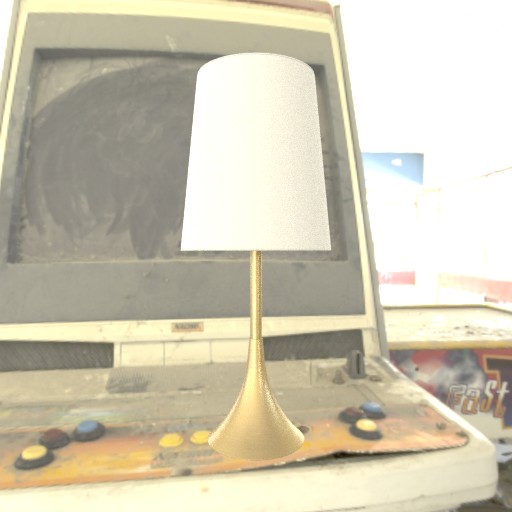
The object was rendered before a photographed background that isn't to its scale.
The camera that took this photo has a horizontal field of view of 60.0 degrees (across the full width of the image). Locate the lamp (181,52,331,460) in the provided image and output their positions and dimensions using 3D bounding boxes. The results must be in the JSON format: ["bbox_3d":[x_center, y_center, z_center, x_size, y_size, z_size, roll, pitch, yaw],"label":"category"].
[{"bbox_3d":[0.000,0.000,0.690,0.231,0.569,0.231,0,1,0],"label":"lamp"}]
